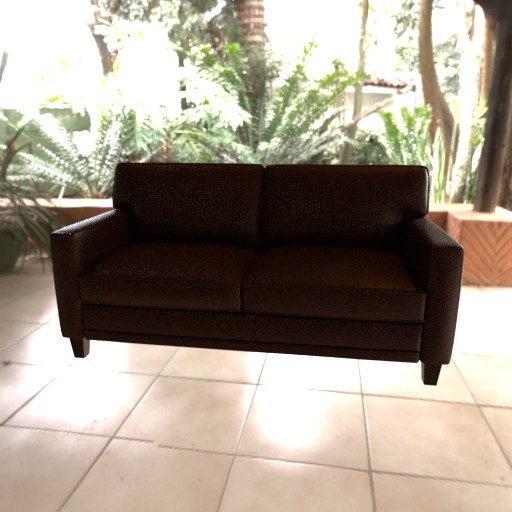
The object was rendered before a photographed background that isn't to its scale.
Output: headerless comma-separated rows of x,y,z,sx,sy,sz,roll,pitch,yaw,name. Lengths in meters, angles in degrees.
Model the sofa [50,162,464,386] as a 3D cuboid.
0.000,0.000,2.342,1.876,0.928,0.912,2,15,8,sofa
